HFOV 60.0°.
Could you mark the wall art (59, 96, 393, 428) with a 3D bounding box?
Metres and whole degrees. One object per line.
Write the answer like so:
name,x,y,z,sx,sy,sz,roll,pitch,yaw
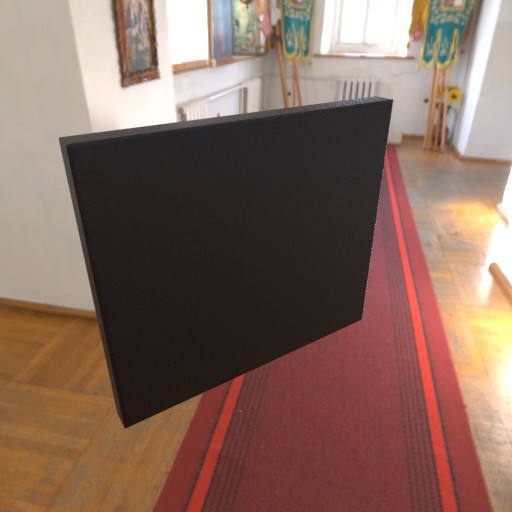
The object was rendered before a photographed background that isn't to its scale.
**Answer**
wall art,0.000,0.000,0.534,0.380,0.330,0.028,-18,33,-29
